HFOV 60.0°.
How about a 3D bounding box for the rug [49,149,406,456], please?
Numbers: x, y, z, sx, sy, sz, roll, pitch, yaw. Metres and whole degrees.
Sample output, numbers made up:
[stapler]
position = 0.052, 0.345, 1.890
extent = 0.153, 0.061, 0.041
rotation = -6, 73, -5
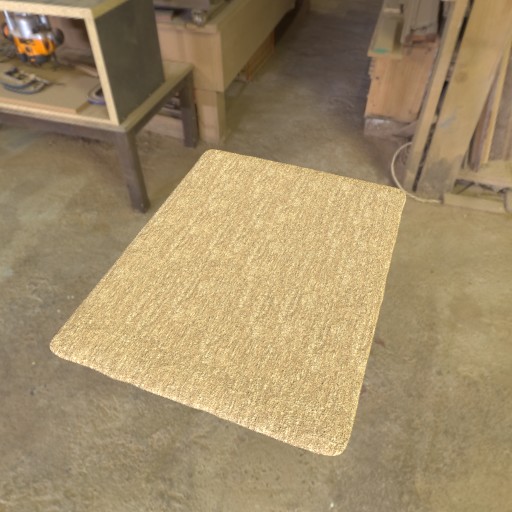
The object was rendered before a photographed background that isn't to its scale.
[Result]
[rug]
position = 0.000, 0.000, 3.868
extent = 2.242, 0.050, 2.873
rotation = 15, 48, 14
